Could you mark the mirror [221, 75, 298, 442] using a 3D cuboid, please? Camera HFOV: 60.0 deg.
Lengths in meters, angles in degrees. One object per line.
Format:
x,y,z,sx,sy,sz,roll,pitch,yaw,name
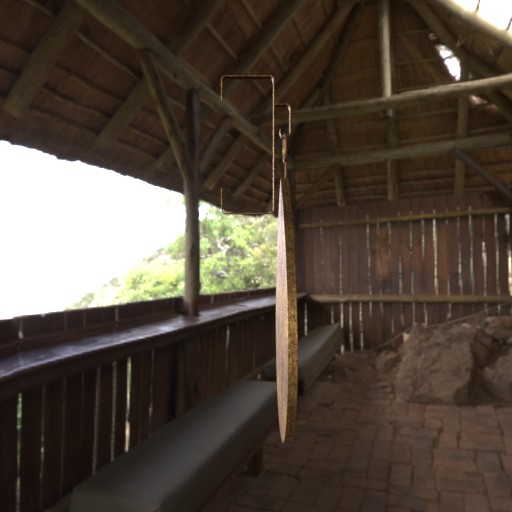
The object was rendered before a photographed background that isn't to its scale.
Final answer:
0.000,0.000,0.924,0.144,0.744,0.405,0,0,0,mirror
